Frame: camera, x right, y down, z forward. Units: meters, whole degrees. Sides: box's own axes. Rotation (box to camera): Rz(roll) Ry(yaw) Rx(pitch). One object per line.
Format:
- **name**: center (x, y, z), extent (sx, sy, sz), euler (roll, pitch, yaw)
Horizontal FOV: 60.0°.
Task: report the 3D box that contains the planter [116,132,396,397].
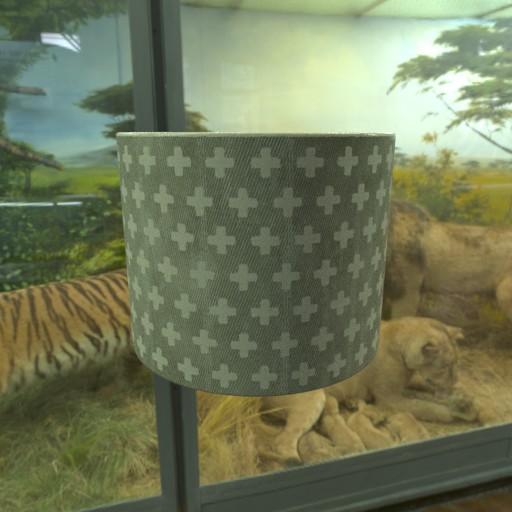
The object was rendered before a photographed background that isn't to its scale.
- **planter**: center (0.000, 0.000, 0.338), extent (0.190, 0.181, 0.190), euler (0, 15, 0)
